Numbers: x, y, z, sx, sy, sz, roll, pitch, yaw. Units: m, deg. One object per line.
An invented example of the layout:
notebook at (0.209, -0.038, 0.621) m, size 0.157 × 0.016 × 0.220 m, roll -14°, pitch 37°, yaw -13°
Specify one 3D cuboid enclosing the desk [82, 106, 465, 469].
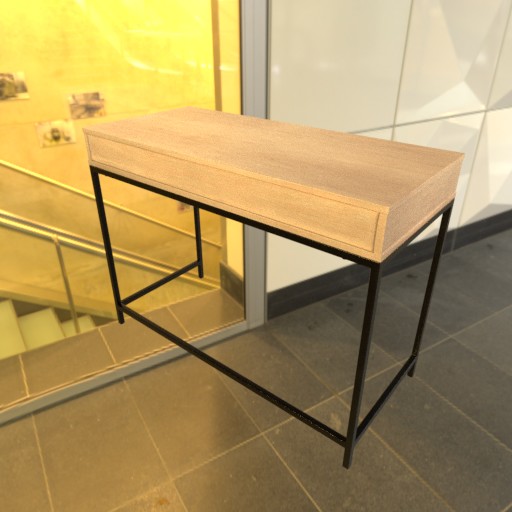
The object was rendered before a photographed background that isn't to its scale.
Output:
desk at (0.000, 0.000, 1.444) m, size 1.016 × 0.762 × 0.470 m, roll 21°, pitch 35°, yaw 33°
